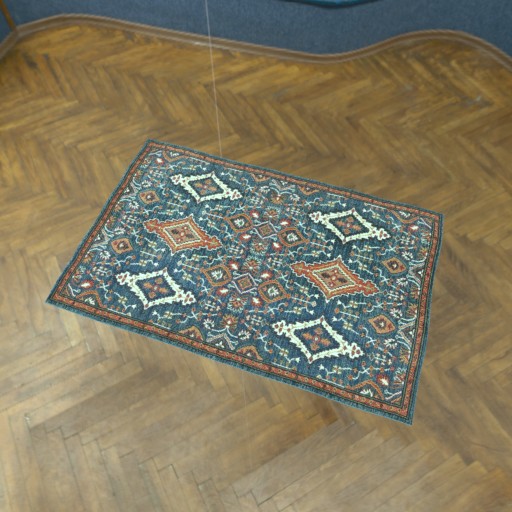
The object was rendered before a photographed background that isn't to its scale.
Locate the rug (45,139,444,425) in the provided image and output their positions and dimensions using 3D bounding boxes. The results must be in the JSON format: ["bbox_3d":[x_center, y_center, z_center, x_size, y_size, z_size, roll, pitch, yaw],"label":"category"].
[{"bbox_3d":[0.000,0.000,2.354,1.847,0.014,1.195,16,61,9],"label":"rug"}]
